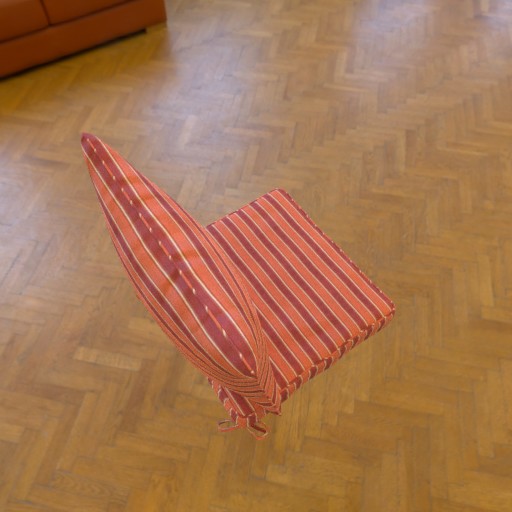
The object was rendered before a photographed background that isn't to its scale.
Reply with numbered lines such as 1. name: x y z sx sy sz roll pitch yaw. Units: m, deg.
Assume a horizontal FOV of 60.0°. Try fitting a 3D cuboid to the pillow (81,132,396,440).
1. pillow: 0.000 0.000 1.363 0.733 0.723 0.799 -30 62 -18
